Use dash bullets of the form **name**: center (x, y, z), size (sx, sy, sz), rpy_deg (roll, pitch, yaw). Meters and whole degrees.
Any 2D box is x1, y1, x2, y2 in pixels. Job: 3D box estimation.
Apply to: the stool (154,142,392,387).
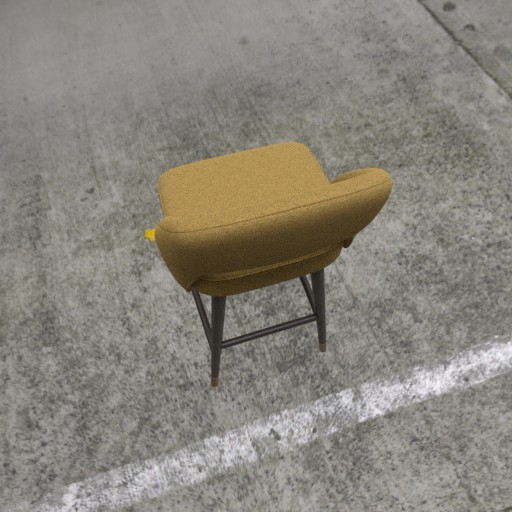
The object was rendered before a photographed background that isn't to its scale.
- **stool**: center (0.000, 0.000, 1.347), size (0.536, 1.032, 0.522), rpy_deg (-15, 58, -10)
